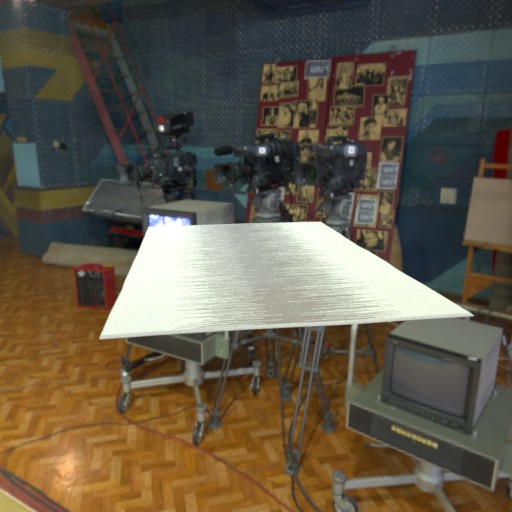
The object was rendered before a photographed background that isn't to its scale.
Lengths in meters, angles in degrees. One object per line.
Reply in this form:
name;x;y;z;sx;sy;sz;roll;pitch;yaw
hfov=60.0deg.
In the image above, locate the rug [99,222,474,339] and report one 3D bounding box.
rug;0.000;0.000;2.283;1.226;0.007;1.815;-2;15;-8
